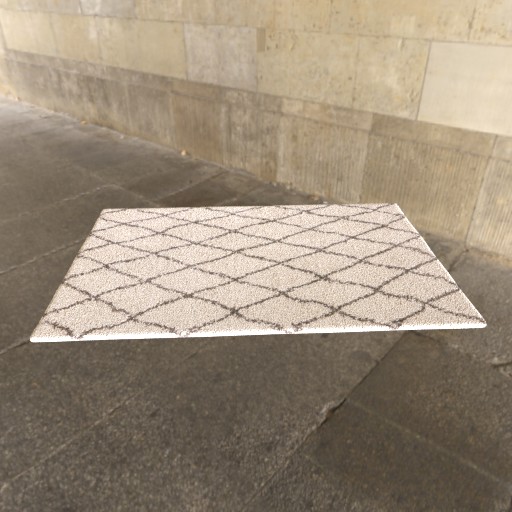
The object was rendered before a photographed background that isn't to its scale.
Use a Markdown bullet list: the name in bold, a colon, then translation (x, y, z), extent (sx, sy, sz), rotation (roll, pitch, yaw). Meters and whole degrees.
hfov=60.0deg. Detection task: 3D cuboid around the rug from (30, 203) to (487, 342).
- **rug**: translation (0.000, 0.000, 3.399), extent (2.743, 0.030, 1.778), rotation (-1, 31, -2)
